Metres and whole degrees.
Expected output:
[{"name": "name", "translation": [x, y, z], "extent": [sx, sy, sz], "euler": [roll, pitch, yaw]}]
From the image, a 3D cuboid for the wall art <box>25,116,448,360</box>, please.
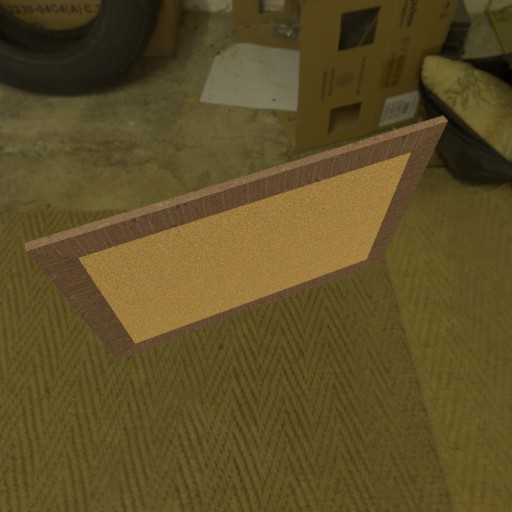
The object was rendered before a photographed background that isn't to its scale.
[{"name": "wall art", "translation": [0.000, 0.000, 1.173], "extent": [0.917, 0.626, 0.019], "euler": [-19, 61, -11]}]
